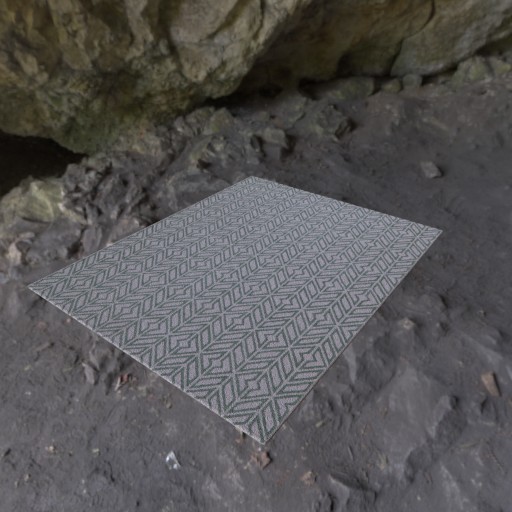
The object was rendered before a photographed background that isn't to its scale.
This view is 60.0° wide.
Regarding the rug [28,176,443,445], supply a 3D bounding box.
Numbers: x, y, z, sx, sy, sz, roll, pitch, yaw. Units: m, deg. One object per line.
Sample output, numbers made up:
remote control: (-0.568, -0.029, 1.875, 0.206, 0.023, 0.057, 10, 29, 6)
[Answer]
rug: (0.000, 0.000, 4.067, 2.441, 0.017, 3.050, 22, 38, 31)
